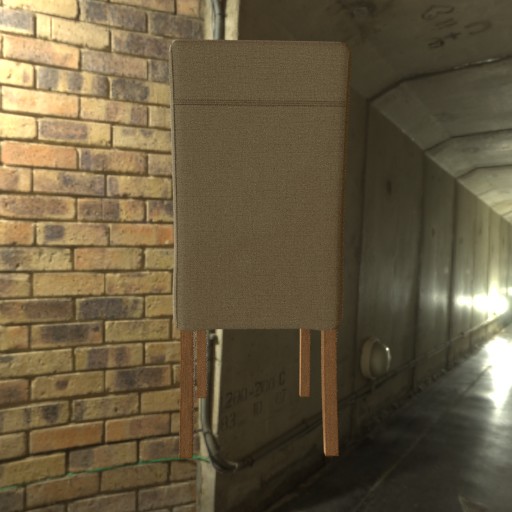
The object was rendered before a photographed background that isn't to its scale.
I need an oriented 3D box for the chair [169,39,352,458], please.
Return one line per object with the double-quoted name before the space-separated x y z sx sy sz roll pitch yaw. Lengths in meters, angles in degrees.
"chair" 0.000 0.000 1.340 0.450 1.033 0.611 0 0 -2
